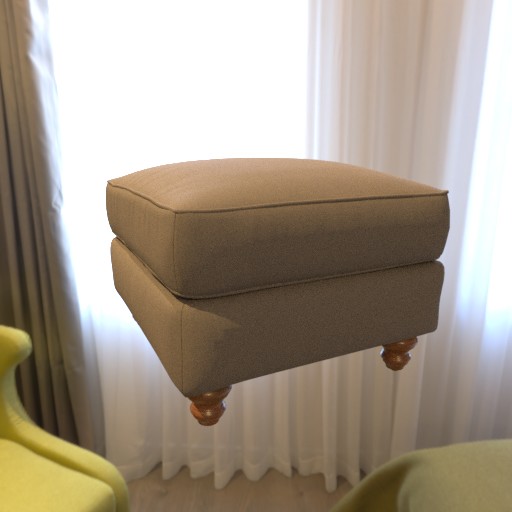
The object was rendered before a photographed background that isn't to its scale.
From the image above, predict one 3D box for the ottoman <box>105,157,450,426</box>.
[{"bbox_3d":[0.000,0.000,1.164,0.662,0.505,0.721,-7,16,-26],"label":"ottoman"}]
